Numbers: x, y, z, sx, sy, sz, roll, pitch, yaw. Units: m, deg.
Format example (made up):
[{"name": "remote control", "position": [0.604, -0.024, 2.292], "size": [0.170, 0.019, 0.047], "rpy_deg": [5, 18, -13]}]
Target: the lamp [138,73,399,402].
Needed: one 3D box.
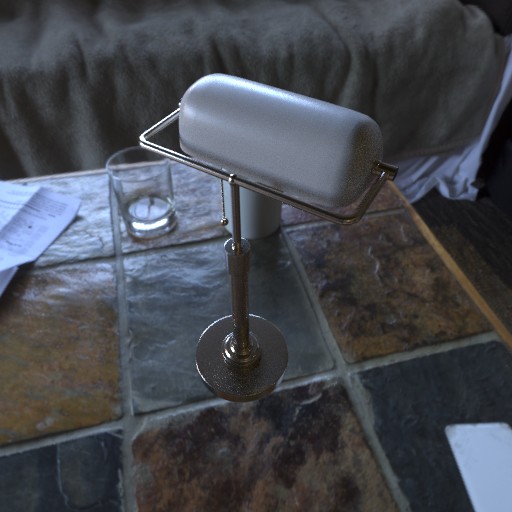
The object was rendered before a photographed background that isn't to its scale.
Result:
[{"name": "lamp", "position": [0.000, 0.000, 0.575], "size": [0.269, 0.404, 0.227], "rpy_deg": [24, 52, 21]}]
